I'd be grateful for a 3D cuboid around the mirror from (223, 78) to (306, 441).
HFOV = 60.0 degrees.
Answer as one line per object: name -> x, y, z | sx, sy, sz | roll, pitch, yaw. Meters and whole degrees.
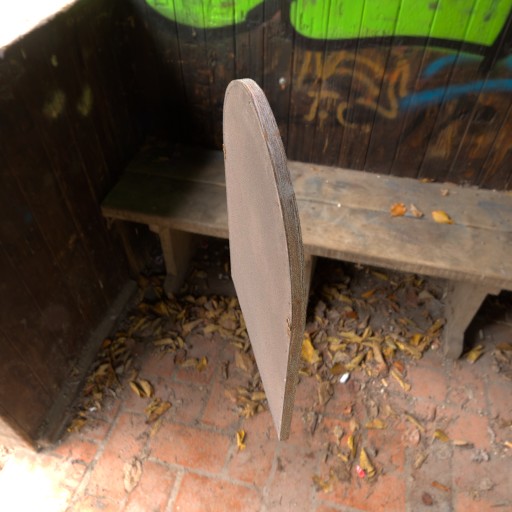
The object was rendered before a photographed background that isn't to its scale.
mirror -> 0.000, 0.000, 1.193 | 0.032, 0.920, 0.660 | -11, 48, -10
